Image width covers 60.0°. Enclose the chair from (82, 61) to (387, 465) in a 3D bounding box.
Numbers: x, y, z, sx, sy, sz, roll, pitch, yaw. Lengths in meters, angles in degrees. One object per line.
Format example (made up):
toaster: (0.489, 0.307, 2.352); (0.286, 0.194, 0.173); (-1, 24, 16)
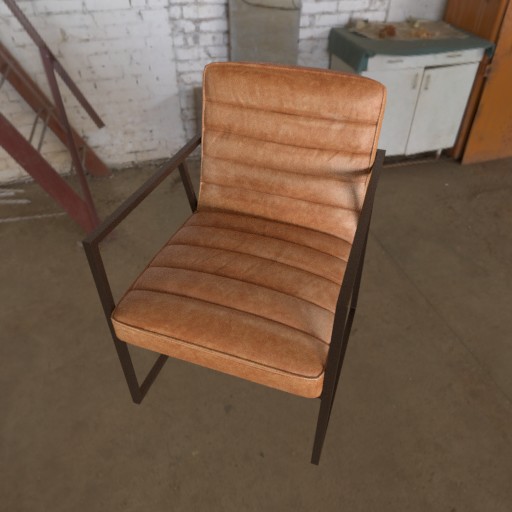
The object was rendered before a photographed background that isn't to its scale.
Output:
chair: (0.000, 0.000, 1.212); (0.571, 0.832, 0.677); (13, 42, 15)
